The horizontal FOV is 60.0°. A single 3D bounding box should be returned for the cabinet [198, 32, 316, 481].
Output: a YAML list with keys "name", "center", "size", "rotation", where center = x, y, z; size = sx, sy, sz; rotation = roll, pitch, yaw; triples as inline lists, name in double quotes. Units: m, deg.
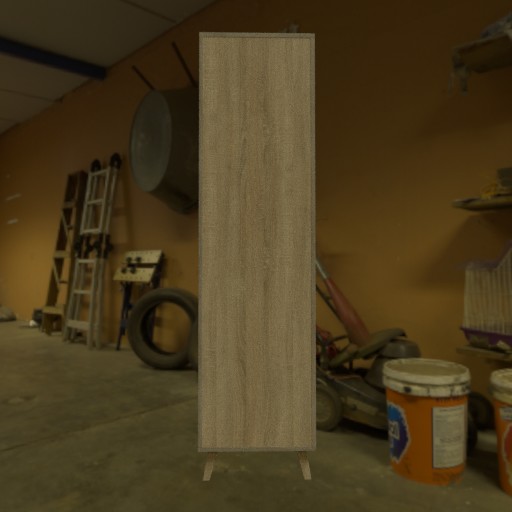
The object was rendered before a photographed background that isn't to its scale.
- name: "cabinet"
  center: [0.000, 0.000, 2.158]
  size: [0.510, 1.960, 0.450]
  rotation: [0, -1, -1]
